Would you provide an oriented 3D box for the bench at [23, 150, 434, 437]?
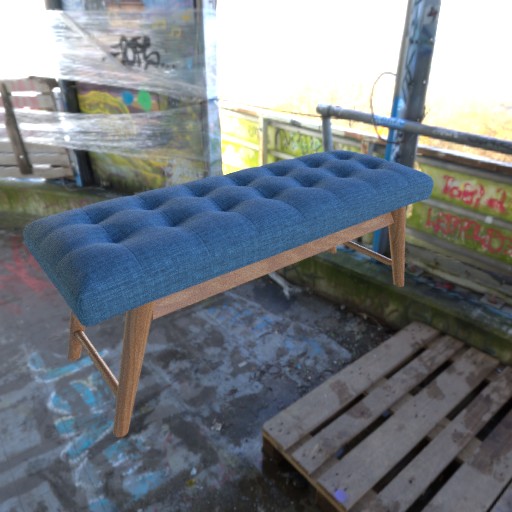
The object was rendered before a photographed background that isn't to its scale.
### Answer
[{"bbox_3d":[0.000,0.000,1.308,1.118,0.432,0.406,-20,34,-33],"label":"bench"}]
